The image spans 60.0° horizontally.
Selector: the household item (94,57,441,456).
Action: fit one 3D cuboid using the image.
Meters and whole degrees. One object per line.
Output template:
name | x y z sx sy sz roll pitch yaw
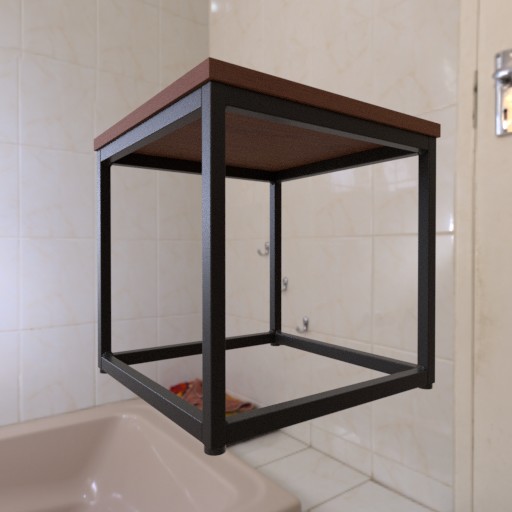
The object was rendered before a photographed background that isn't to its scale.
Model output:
household item | 0.000 0.000 0.718 0.400 0.400 0.400 -1 1 -36
